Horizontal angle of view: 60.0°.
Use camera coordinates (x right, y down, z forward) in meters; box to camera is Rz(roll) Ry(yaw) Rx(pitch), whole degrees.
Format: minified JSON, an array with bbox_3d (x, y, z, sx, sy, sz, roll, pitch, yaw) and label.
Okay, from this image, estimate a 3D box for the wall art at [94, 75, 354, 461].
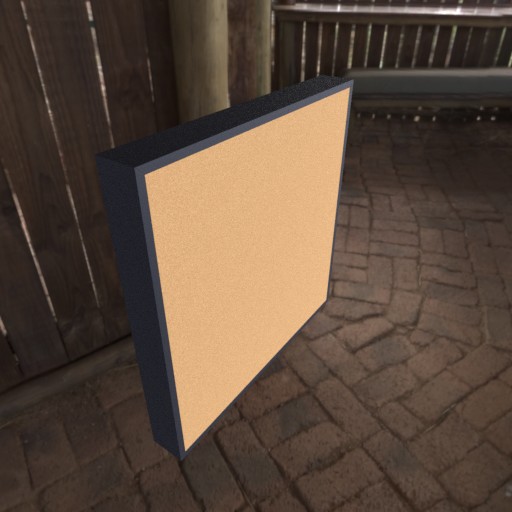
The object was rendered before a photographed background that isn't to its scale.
[{"bbox_3d":[0.000,0.000,0.463,0.038,0.304,0.304,22,39,29],"label":"wall art"}]
